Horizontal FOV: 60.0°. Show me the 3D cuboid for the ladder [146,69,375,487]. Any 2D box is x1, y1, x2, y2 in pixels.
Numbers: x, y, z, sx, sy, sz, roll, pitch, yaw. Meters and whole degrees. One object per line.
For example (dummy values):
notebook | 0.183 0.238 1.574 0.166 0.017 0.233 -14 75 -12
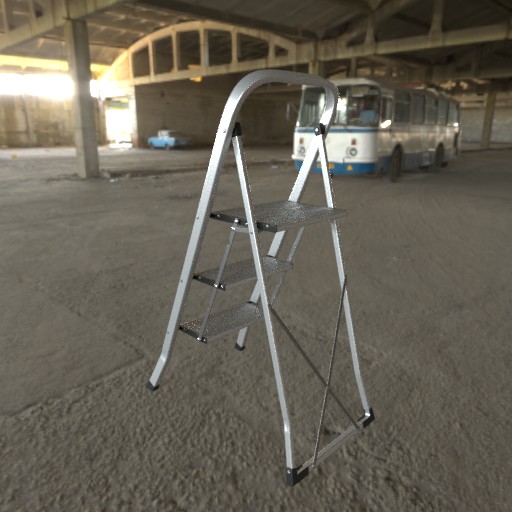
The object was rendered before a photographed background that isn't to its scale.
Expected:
ladder | 0.000 0.000 1.417 0.465 1.070 0.704 -15 22 -42
